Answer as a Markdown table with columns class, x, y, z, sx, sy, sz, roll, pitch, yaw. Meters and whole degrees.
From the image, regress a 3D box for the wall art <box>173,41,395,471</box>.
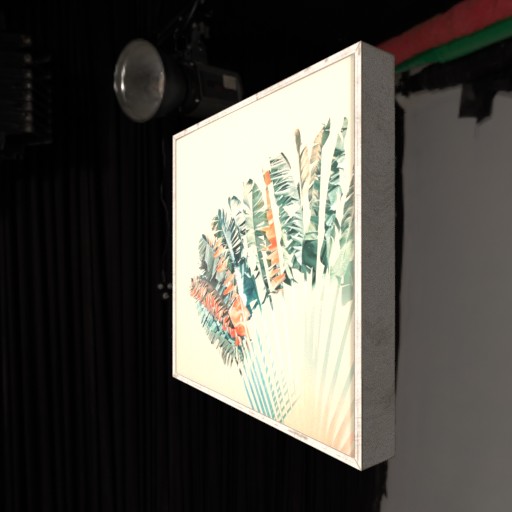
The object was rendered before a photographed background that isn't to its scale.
| class | x | y | z | sx | sy | sz | roll | pitch | yaw |
| --- | --- | --- | --- | --- | --- | --- | --- | --- | --- |
| wall art | 0.000 | 0.000 | 0.447 | 0.038 | 0.303 | 0.305 | 0 | 0 | -36 |
